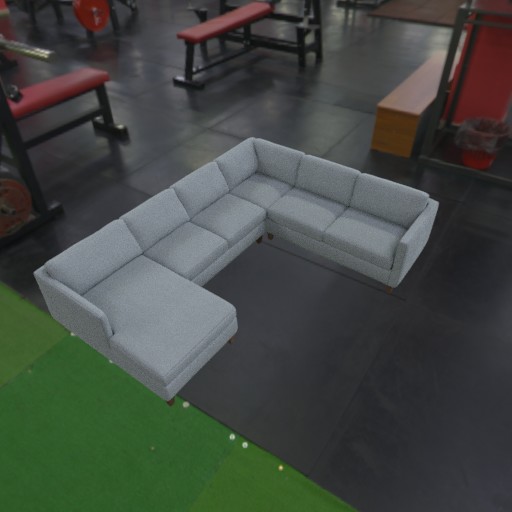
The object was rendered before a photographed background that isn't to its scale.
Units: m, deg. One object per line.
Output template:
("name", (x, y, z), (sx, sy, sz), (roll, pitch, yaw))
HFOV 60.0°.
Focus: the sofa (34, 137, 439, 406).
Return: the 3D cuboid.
("sofa", (0.000, 0.000, 4.465), (2.551, 0.853, 3.238), (25, 47, 27))
